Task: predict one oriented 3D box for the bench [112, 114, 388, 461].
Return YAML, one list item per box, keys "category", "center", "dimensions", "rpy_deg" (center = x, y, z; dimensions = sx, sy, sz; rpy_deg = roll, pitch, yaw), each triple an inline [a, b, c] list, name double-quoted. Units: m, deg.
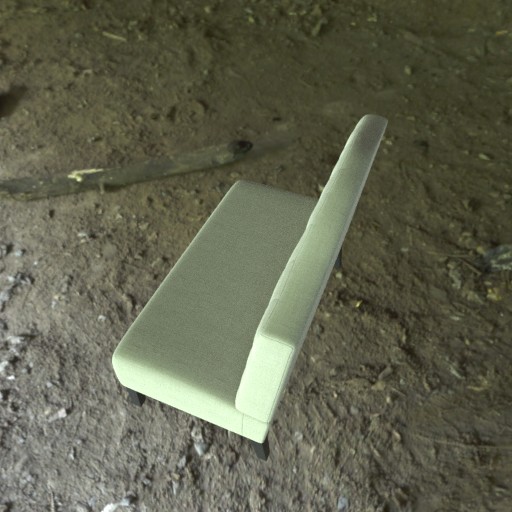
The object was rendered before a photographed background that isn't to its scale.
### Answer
- category: "bench"
  center: [0.000, 0.000, 2.062]
  dimensions: [0.815, 1.180, 1.335]
  rpy_deg: [17, 49, 15]
